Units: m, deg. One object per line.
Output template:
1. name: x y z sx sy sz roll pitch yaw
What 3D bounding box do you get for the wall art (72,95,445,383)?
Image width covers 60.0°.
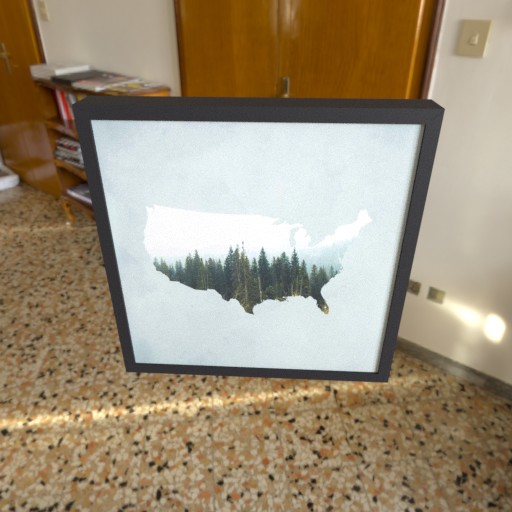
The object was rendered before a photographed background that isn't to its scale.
1. wall art: 0.000 0.000 0.454 0.304 0.304 0.038 2 30 3
